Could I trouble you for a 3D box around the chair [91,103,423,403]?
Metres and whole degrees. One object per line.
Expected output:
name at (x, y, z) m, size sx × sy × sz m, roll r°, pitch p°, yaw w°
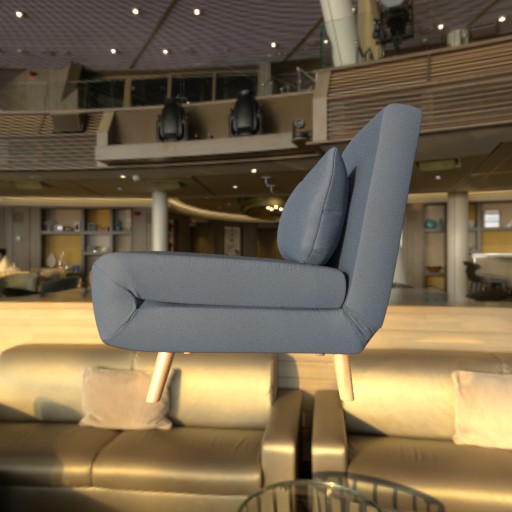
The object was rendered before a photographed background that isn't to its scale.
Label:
chair at (0.000, 0.000, 1.529) m, size 0.900 × 0.808 × 0.770 m, roll 0°, pitch 0°, yaw 0°
